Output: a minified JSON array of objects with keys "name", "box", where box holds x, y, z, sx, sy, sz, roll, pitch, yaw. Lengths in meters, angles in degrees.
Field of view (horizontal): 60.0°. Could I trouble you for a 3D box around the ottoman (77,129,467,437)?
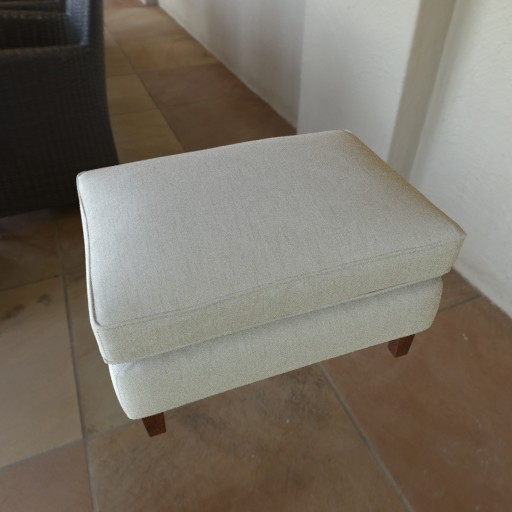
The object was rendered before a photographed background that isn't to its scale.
[{"name":"ottoman","box":[0.000,0.000,0.958,0.665,0.406,0.501,-13,43,-15]}]
